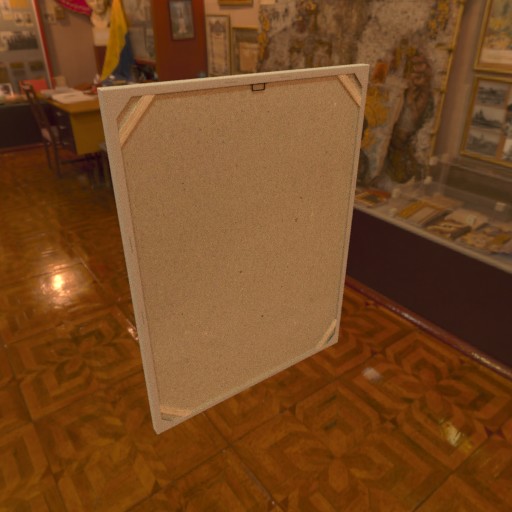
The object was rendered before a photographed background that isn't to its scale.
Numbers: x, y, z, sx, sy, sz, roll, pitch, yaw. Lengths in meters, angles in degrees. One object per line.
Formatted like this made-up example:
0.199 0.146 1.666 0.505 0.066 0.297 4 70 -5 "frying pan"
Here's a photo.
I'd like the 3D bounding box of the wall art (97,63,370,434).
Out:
0.000 0.000 1.586 0.914 1.212 0.038 -19 34 -30 "wall art"
